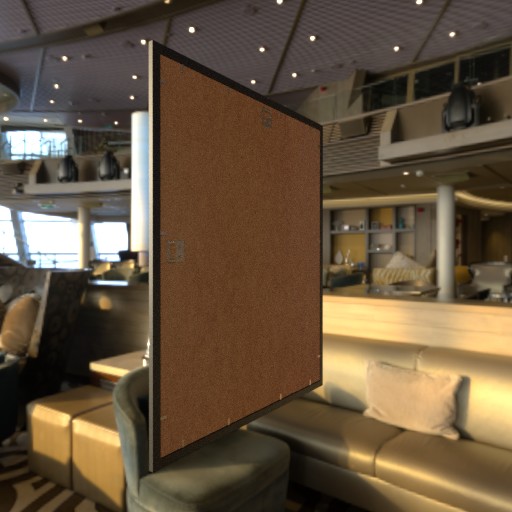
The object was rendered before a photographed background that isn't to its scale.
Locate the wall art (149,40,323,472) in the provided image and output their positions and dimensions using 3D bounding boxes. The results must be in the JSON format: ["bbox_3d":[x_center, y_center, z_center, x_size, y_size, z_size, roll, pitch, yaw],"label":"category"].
[{"bbox_3d":[0.000,0.000,0.906,0.018,0.660,0.559,0,0,36],"label":"wall art"}]
